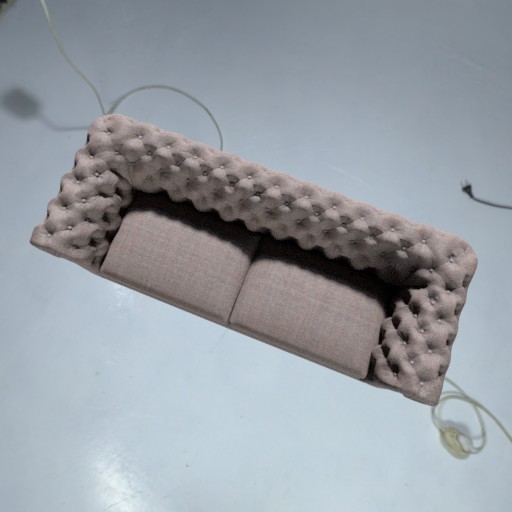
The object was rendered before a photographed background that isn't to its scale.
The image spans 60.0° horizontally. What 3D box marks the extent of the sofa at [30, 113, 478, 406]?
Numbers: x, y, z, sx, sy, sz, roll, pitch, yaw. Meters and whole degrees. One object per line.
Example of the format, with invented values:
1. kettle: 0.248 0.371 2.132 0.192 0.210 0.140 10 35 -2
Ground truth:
1. sofa: 0.000 0.000 2.746 2.385 0.787 0.944 21 77 5
